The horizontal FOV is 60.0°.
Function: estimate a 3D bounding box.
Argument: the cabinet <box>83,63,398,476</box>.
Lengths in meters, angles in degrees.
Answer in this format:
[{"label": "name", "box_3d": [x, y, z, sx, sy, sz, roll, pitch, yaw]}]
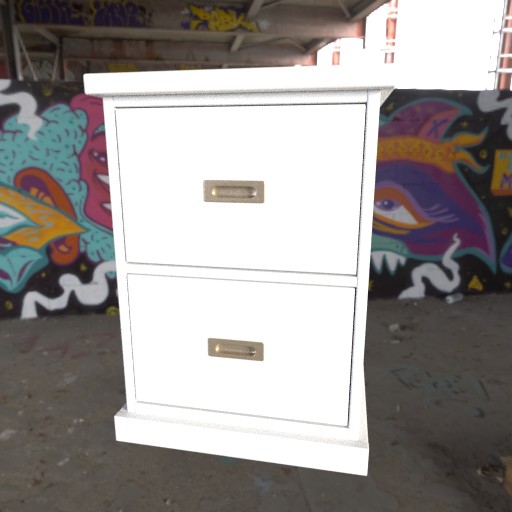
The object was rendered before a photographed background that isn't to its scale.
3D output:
[{"label": "cabinet", "box_3d": [0.000, 0.000, 1.001, 0.520, 0.723, 0.431, 3, 14, 11]}]
